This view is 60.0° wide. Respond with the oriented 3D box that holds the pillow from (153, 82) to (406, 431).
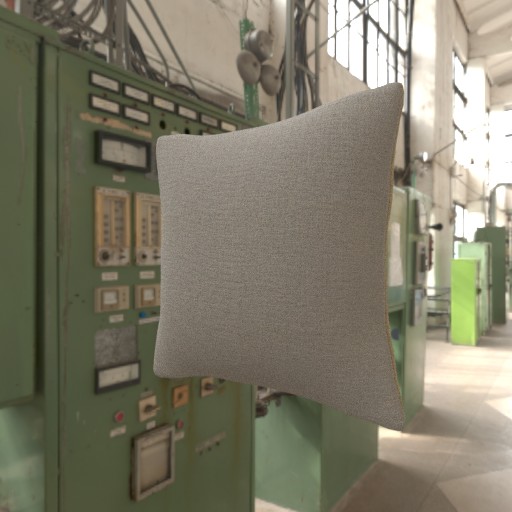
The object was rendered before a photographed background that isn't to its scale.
[{"bbox_3d":[0.000,0.000,0.650,0.437,0.419,0.136,0,0,36],"label":"pillow"}]
